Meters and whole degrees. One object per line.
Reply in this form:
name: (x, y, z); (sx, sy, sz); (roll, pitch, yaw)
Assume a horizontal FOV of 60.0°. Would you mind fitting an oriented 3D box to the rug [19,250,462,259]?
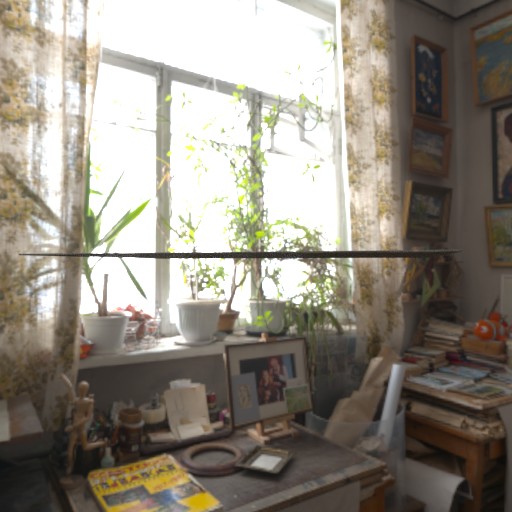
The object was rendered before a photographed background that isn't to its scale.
rug: (0.000, 0.000, 4.328); (3.353, 0.013, 2.438); (0, -1, 17)
